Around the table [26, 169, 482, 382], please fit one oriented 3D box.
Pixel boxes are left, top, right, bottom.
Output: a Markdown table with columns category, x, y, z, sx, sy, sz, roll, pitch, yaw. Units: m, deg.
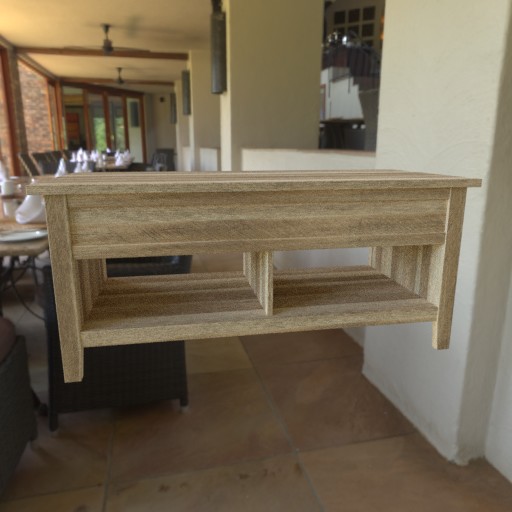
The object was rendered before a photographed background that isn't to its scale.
| category | x | y | z | sx | sy | sz | roll | pitch | yaw |
| --- | --- | --- | --- | --- | --- | --- | --- | --- | --- |
| table | 0.000 | 0.000 | 1.338 | 1.095 | 0.480 | 0.493 | -3 | 14 | -10 |
